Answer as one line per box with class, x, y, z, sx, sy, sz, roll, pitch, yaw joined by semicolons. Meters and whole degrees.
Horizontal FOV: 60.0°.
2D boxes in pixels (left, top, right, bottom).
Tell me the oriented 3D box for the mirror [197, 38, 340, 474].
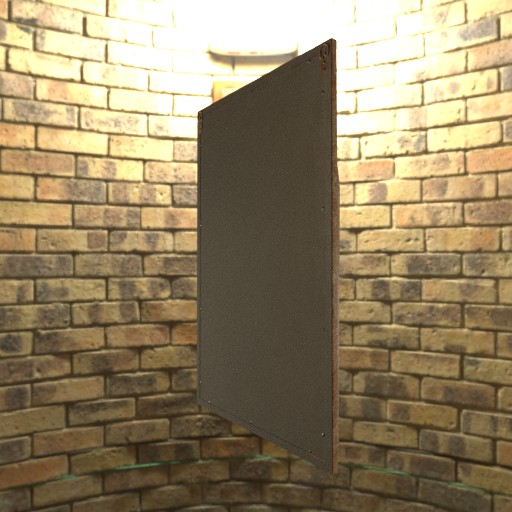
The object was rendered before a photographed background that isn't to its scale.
mirror;0.000;0.000;1.003;0.058;0.787;0.495;1;-1;-37
